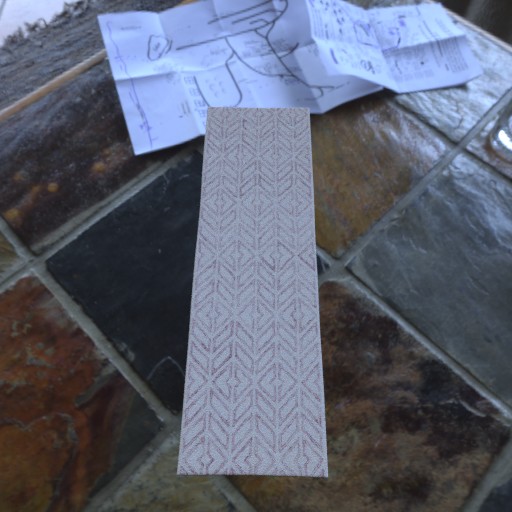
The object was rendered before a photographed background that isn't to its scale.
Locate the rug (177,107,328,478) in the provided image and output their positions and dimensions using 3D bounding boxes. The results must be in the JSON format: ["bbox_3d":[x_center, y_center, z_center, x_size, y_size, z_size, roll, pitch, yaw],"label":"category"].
[{"bbox_3d":[0.000,0.000,2.731,0.750,0.009,2.435,1,64,0],"label":"rug"}]
